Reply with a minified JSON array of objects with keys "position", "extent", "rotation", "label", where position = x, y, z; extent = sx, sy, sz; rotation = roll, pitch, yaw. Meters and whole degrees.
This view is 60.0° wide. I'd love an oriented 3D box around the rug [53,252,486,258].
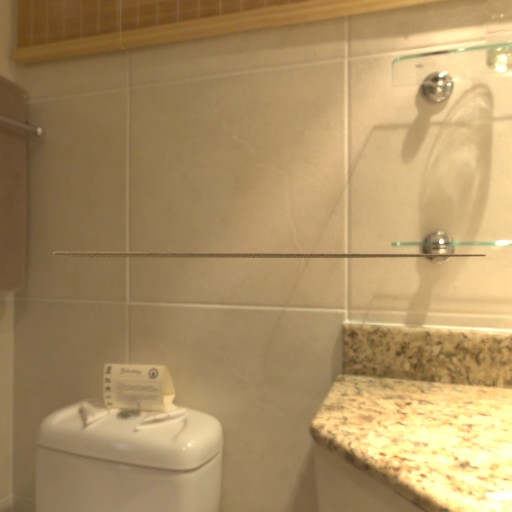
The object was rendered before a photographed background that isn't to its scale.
[{"position":[0.000,0.000,2.335],"extent":[1.839,0.009,1.236],"rotation":[0,-1,-19],"label":"rug"}]
